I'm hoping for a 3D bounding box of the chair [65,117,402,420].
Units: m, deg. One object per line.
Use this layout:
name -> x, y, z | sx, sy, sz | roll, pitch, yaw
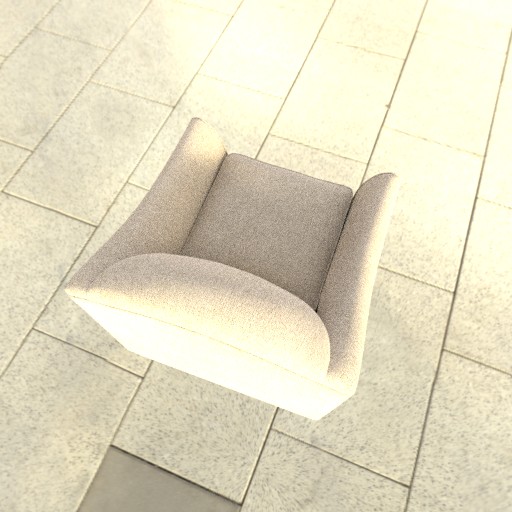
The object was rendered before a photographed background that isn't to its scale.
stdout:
chair -> 0.000, 0.000, 1.476 | 0.763, 0.839, 0.787 | 18, 66, 8
